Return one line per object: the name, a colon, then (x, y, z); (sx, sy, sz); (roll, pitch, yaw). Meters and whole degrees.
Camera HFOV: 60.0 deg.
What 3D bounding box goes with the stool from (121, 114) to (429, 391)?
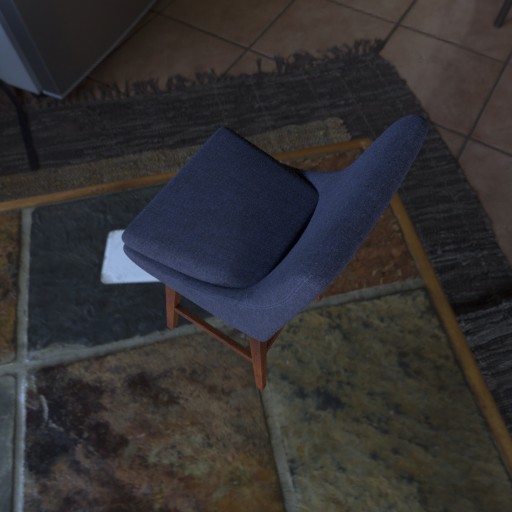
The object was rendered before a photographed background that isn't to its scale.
stool: (0.000, 0.000, 1.323); (0.572, 1.068, 0.489); (31, 67, 15)
